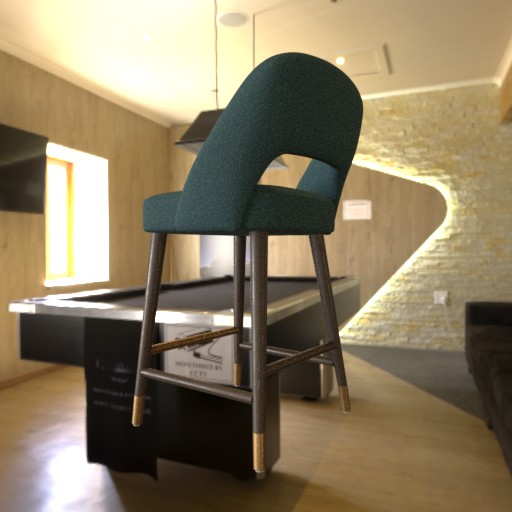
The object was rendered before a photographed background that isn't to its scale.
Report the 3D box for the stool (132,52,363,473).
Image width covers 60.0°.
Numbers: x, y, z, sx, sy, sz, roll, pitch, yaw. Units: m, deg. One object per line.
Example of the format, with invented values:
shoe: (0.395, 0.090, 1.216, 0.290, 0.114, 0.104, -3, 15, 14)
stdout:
stool: (0.000, 0.000, 1.244, 0.522, 0.939, 0.536, 1, 2, 37)
